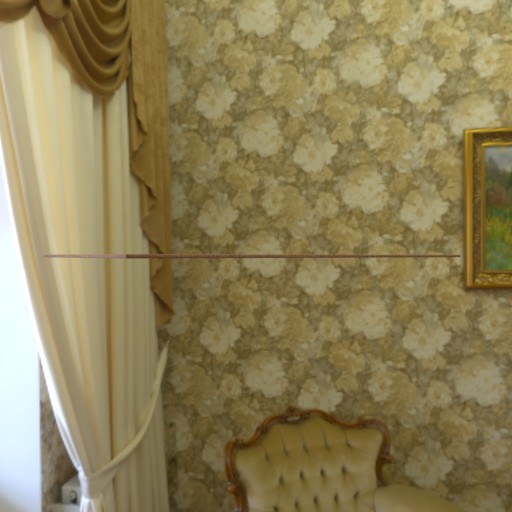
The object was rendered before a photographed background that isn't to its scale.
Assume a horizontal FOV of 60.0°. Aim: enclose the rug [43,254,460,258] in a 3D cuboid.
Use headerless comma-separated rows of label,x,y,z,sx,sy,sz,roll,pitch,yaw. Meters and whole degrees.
rug,0.000,0.000,2.329,1.829,0.014,1.219,0,0,-36
